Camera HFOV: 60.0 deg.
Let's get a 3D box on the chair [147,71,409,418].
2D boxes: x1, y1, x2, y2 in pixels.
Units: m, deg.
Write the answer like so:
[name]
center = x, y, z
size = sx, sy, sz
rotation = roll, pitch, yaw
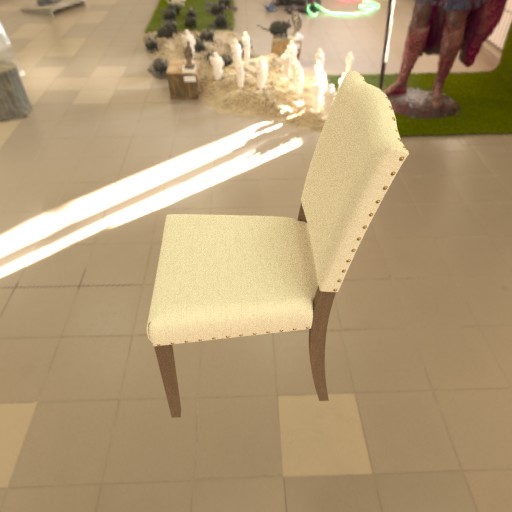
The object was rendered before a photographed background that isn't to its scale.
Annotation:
[chair]
center = 0.000, 0.000, 1.363
size = 0.619, 1.015, 0.508
rotation = -2, 42, -2
